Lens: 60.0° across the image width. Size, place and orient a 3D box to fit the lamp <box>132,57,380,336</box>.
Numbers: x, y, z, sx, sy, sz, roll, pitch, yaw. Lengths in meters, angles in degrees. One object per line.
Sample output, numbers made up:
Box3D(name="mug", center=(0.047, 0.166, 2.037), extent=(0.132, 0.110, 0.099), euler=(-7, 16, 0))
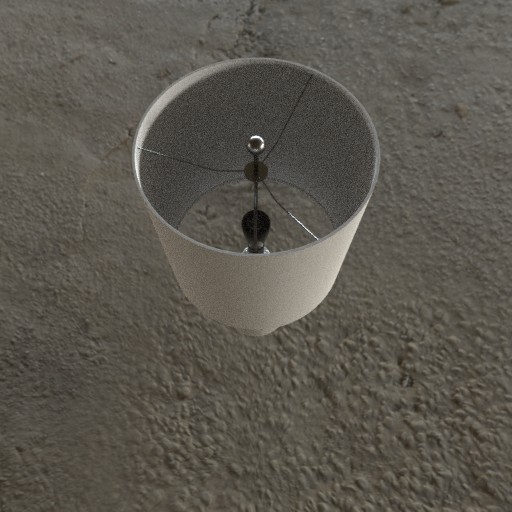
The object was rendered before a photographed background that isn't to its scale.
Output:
Box3D(name="lamp", center=(0.000, 0.000, 0.589), extent=(0.214, 0.466, 0.214), euler=(1, 65, 0))
